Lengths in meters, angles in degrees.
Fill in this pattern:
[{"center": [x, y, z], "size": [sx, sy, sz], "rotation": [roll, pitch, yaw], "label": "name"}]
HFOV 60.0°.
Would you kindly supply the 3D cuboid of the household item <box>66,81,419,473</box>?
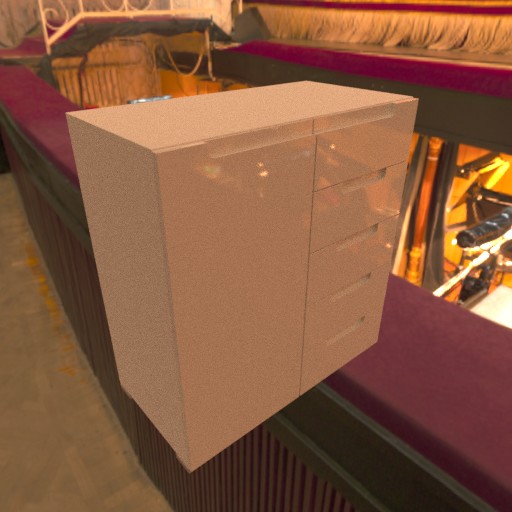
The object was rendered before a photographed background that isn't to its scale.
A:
[{"center": [0.000, 0.000, 1.323], "size": [0.800, 0.870, 0.420], "rotation": [-23, 36, -35], "label": "household item"}]
